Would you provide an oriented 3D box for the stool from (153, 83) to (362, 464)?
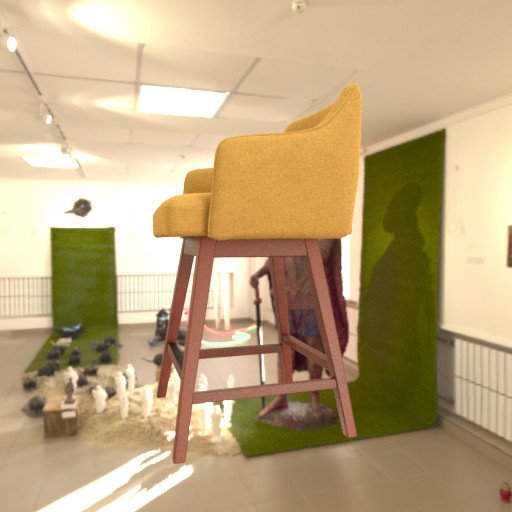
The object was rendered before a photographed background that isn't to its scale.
[{"bbox_3d":[0.000,0.000,1.288,0.558,0.924,0.548,-1,2,-17],"label":"stool"}]
